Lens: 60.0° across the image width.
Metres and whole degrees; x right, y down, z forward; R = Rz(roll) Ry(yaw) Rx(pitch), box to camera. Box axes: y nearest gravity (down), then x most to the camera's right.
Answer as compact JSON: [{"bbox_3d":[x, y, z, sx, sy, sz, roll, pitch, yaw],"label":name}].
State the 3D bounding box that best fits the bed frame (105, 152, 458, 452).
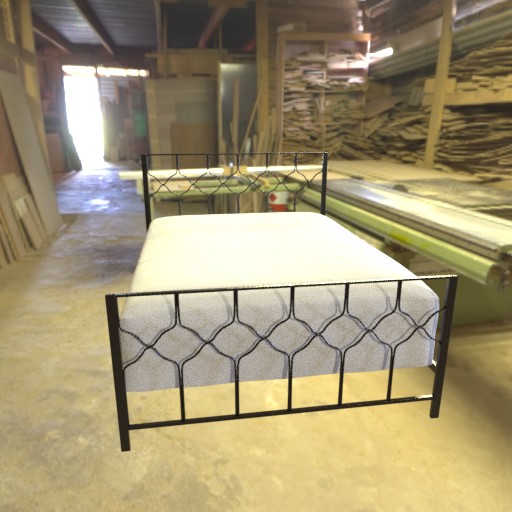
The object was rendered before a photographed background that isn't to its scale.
[{"bbox_3d":[0.000,0.000,2.986,1.597,1.222,2.063,-3,17,-9],"label":"bed frame"}]
